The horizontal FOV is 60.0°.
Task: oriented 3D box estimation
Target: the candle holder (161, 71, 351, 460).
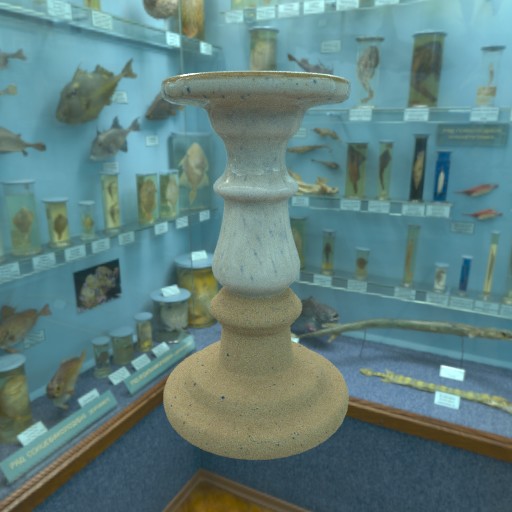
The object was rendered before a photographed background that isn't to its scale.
[{"bbox_3d":[0.000,0.000,0.274,0.123,0.202,0.123,0,16,0],"label":"candle holder"}]
